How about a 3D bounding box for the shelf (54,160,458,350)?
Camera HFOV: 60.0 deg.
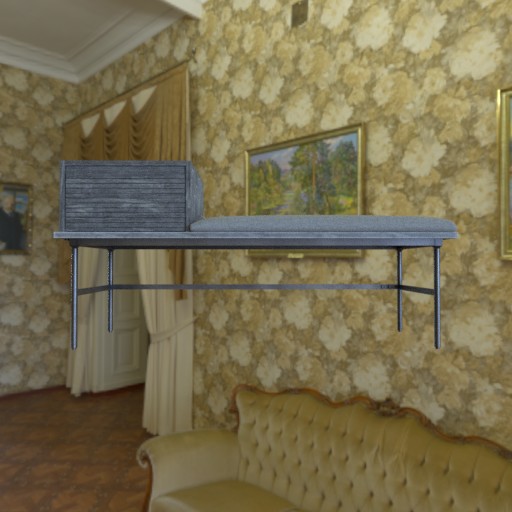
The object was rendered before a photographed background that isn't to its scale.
[{"bbox_3d":[0.000,0.000,1.685,1.342,0.633,0.457,0,-1,-1],"label":"shelf"}]
